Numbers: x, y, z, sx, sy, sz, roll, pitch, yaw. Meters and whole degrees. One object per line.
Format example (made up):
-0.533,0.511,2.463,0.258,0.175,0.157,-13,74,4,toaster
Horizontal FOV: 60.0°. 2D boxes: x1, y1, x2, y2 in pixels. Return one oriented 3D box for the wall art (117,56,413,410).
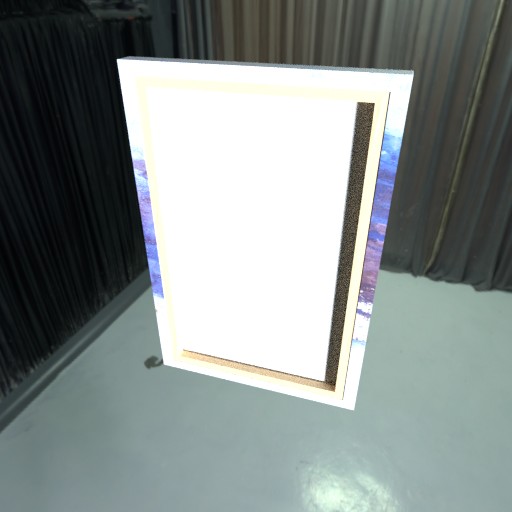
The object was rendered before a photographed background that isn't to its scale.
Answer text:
0.000,0.000,1.089,0.583,0.874,0.048,9,33,14,wall art
